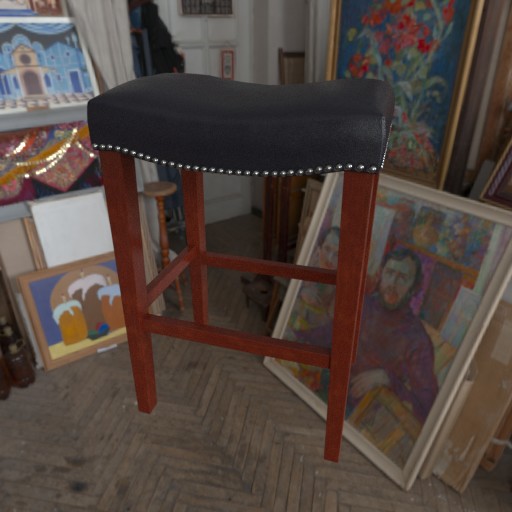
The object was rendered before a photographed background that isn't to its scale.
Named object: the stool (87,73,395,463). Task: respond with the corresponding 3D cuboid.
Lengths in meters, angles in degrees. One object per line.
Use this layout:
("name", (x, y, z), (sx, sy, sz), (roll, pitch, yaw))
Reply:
("stool", (0.000, 0.000, 0.990), (0.504, 0.742, 0.372), (8, 28, 15))
